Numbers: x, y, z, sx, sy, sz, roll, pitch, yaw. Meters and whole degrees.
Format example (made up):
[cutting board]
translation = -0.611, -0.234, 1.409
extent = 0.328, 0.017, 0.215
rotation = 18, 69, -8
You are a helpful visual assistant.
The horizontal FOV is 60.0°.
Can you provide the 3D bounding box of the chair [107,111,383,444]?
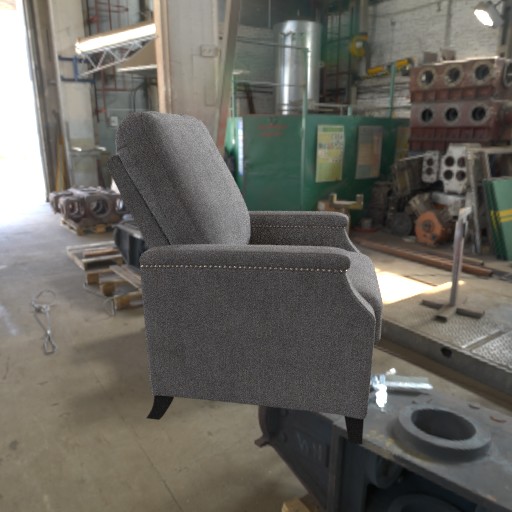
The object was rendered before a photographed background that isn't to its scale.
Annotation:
[chair]
translation = 0.000, 0.000, 1.702
extent = 0.922, 1.049, 0.710
rotation = 3, 16, 10
